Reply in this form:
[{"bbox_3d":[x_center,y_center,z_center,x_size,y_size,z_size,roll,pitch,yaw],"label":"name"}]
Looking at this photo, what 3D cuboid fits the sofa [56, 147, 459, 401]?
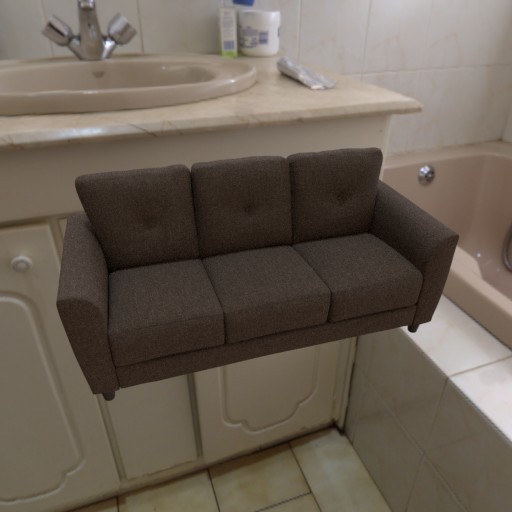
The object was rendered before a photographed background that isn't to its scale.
[{"bbox_3d":[0.000,0.000,2.338,1.847,0.891,0.837,-9,32,-15],"label":"sofa"}]
